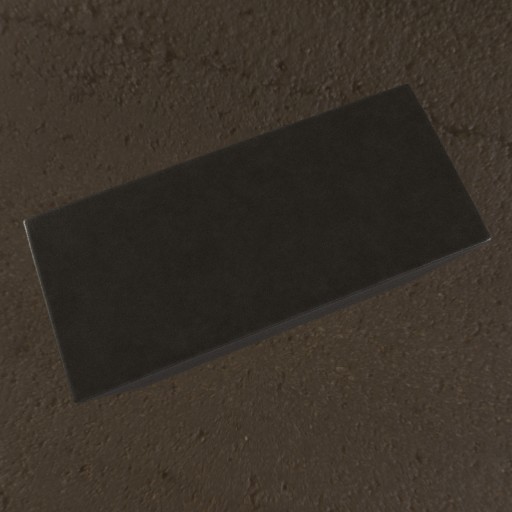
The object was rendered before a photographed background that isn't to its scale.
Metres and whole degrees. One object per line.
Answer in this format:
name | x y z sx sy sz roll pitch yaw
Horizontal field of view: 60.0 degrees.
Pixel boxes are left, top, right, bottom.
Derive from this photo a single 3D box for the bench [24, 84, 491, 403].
bench | 0.000 0.000 1.165 0.905 0.501 0.401 -21 78 -5
